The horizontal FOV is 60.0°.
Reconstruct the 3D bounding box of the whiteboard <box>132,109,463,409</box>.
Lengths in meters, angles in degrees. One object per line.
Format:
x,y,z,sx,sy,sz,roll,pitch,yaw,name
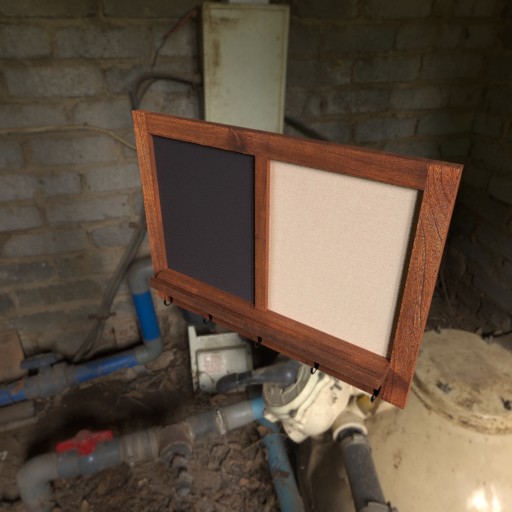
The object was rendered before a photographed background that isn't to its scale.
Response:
0.000,0.000,1.022,0.768,0.553,0.083,19,35,30,whiteboard
